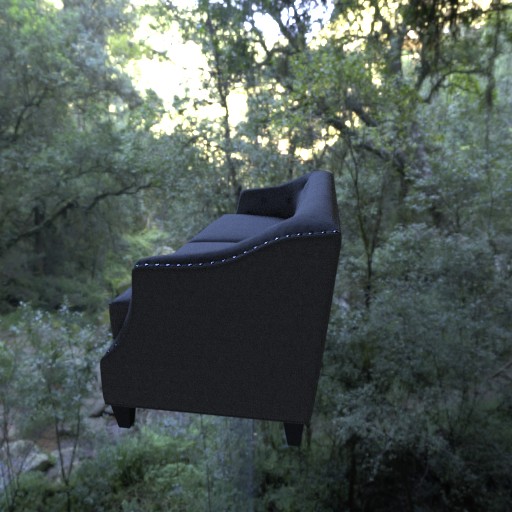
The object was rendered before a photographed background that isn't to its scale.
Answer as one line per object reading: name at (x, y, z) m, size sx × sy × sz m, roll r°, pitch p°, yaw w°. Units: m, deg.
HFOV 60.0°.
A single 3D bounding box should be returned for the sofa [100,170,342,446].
sofa at (0.000, 0.000, 2.663) m, size 0.914 × 0.901 × 2.235 m, roll 2°, pitch 16°, yaw 9°
